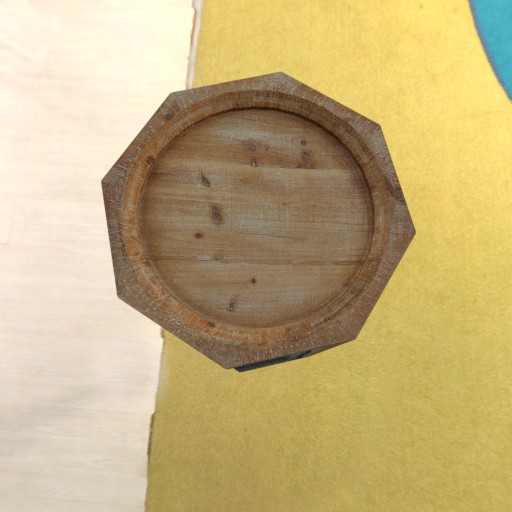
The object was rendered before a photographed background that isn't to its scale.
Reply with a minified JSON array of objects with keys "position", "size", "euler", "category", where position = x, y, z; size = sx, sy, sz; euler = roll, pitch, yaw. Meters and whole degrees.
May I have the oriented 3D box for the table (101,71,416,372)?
[{"position":[0.000,0.000,0.896],"size":[0.458,0.543,0.458],"euler":[-34,77,-9],"category":"table"}]
